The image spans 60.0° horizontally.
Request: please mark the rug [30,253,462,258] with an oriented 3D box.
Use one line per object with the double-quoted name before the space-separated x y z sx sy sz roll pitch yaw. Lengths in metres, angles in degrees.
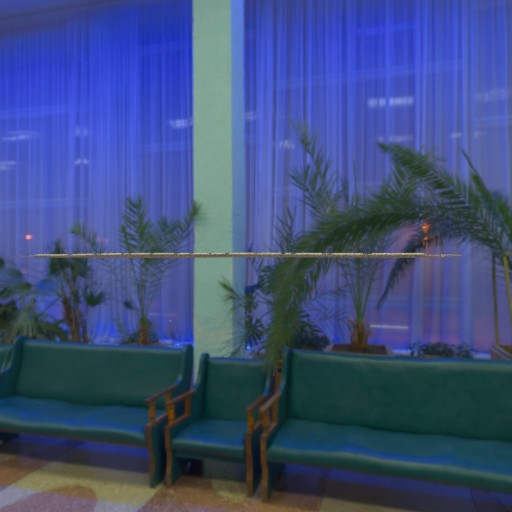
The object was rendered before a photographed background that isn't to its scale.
"rug" 0.000 0.000 4.073 3.213 0.030 2.388 0 0 18
